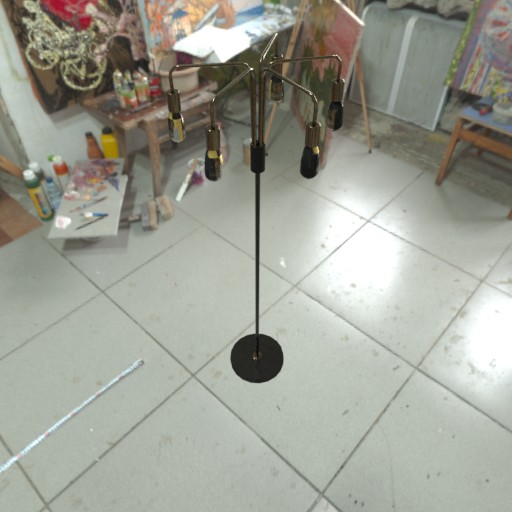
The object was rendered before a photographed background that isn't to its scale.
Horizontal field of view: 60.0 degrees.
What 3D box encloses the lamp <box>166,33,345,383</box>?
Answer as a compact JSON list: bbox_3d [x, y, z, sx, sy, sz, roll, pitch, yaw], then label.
[{"bbox_3d":[0.000,0.000,1.977,0.572,1.721,0.599,10,47,9],"label":"lamp"}]
